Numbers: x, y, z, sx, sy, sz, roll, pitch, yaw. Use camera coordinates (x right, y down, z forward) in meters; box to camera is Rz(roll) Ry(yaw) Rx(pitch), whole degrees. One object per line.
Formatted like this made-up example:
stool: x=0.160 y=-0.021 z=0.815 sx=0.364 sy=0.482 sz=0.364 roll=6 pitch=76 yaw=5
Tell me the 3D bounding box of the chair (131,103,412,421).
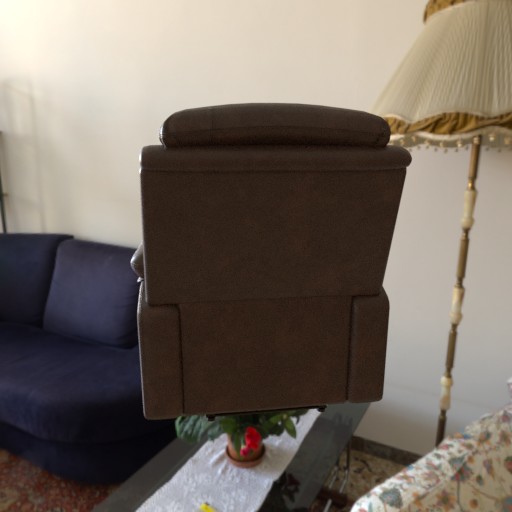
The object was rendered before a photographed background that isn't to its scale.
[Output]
chair: x=0.000 y=0.000 z=1.614 sx=0.855 sy=0.992 sz=0.919 roll=-2 pitch=14 yaw=-8
